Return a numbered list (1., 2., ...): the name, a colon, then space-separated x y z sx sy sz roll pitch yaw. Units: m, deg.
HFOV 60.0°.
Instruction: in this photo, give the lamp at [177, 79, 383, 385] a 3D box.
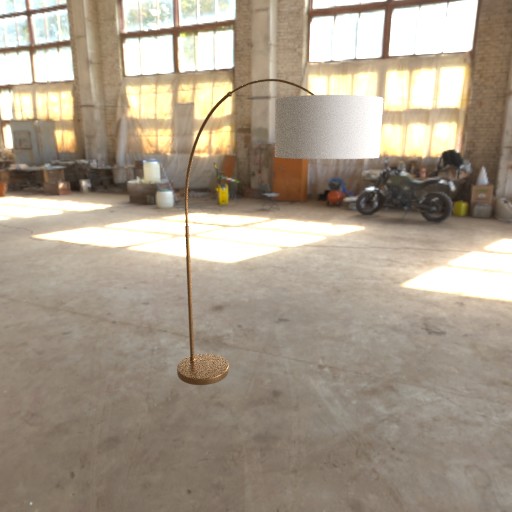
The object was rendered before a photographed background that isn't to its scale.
1. lamp: 0.000 0.000 2.599 1.434 1.927 0.493 14 20 42
